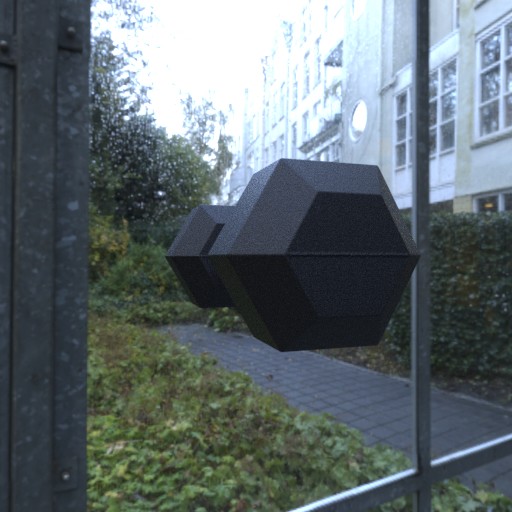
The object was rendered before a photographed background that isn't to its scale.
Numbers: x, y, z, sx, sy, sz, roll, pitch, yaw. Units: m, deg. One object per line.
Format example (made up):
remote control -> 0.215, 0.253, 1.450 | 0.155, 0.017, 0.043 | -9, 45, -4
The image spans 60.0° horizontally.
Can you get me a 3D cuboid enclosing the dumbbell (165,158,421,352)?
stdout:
dumbbell -> 0.000, 0.000, 0.329 | 0.106, 0.092, 0.272 | 0, 0, -18
